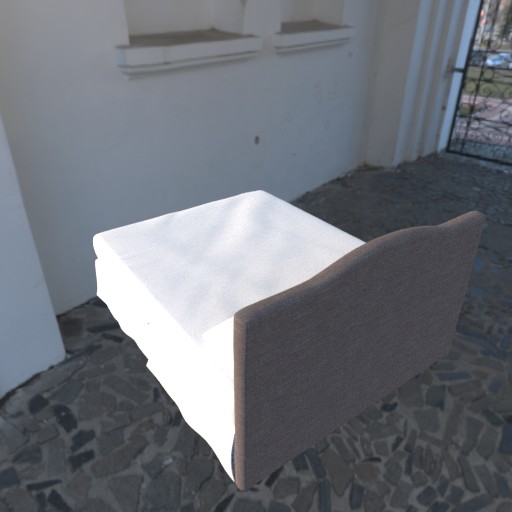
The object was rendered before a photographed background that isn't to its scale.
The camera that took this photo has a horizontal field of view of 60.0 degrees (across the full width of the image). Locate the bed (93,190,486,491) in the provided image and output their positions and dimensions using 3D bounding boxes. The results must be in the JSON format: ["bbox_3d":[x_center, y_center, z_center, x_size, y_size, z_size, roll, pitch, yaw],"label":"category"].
[{"bbox_3d":[0.000,0.000,3.816,2.161,1.457,2.689,-20,35,-30],"label":"bed"}]
